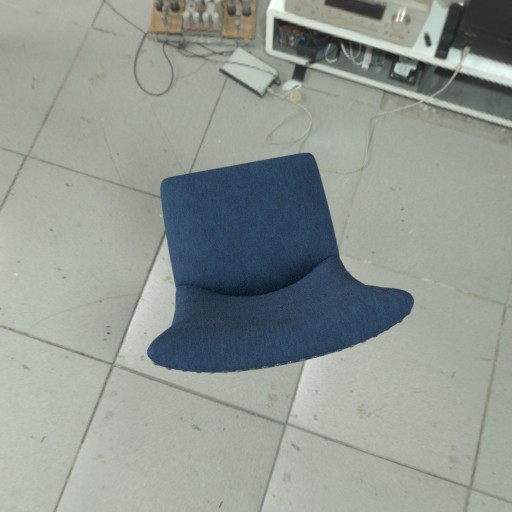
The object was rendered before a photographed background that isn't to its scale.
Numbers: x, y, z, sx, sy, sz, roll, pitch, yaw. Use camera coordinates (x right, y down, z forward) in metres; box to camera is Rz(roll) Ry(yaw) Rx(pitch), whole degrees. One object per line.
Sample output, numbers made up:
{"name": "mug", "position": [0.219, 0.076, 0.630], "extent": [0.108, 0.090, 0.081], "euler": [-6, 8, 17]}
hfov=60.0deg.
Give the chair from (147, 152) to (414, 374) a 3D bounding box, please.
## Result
{"name": "chair", "position": [0.000, 0.000, 1.250], "extent": [0.495, 0.902, 0.610], "euler": [-11, 76, -3]}
